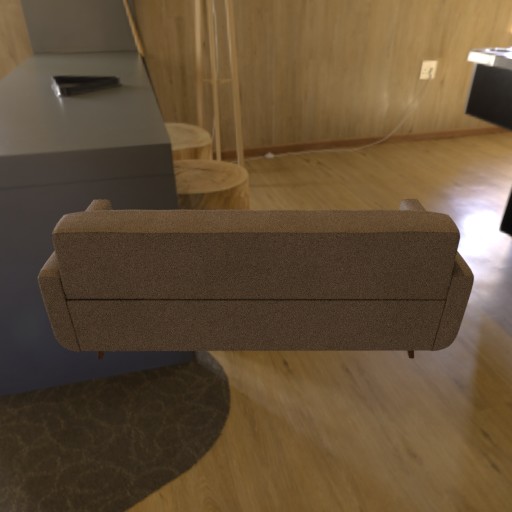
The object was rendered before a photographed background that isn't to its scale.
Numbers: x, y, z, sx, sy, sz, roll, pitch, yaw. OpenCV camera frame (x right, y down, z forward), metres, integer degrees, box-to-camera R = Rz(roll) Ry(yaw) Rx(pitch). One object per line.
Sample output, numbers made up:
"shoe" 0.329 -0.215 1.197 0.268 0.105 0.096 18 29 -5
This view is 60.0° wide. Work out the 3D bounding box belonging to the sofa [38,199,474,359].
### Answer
"sofa" 0.000 0.000 2.500 2.029 0.841 0.909 0 32 0
